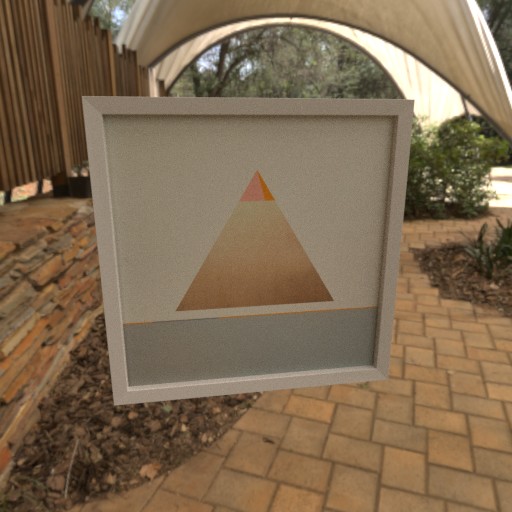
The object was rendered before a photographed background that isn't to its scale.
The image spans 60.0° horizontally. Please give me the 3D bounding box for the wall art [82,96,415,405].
[{"bbox_3d":[0.000,0.000,1.927,1.289,1.291,0.098,-3,17,-9],"label":"wall art"}]
